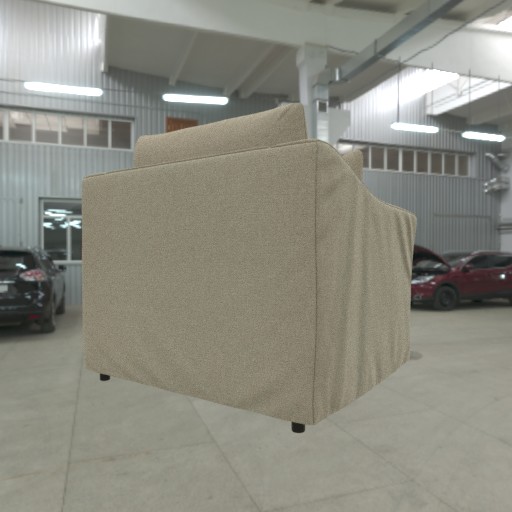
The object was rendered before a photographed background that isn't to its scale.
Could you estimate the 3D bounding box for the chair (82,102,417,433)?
[{"bbox_3d":[0.000,0.000,2.058,1.194,1.093,1.071,0,1,35],"label":"chair"}]
